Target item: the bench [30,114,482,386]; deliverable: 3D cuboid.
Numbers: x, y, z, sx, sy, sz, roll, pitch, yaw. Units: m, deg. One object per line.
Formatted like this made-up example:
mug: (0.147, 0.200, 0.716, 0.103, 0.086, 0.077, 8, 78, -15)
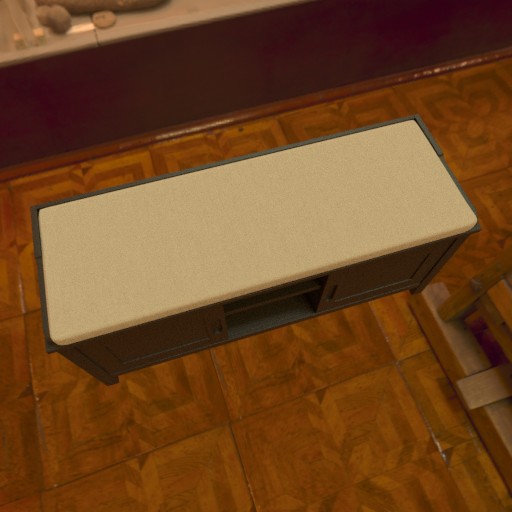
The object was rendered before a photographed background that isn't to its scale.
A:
bench: (0.000, 0.000, 1.371, 1.140, 0.501, 0.398, -15, 64, -8)
